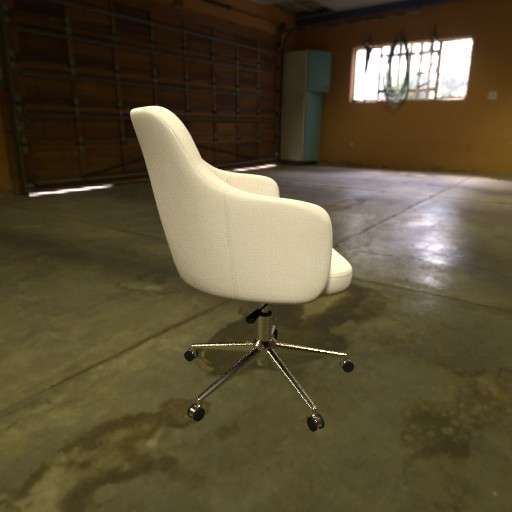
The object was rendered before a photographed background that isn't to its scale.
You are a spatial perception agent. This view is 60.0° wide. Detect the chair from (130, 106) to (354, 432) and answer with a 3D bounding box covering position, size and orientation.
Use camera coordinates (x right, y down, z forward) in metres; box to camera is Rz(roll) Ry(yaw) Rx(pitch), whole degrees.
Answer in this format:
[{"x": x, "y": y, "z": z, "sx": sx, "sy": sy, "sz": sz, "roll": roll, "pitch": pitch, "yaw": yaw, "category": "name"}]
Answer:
[{"x": 0.000, "y": 0.000, "z": 1.297, "sx": 0.647, "sy": 0.819, "sz": 0.602, "roll": -3, "pitch": 17, "yaw": -9, "category": "chair"}]
